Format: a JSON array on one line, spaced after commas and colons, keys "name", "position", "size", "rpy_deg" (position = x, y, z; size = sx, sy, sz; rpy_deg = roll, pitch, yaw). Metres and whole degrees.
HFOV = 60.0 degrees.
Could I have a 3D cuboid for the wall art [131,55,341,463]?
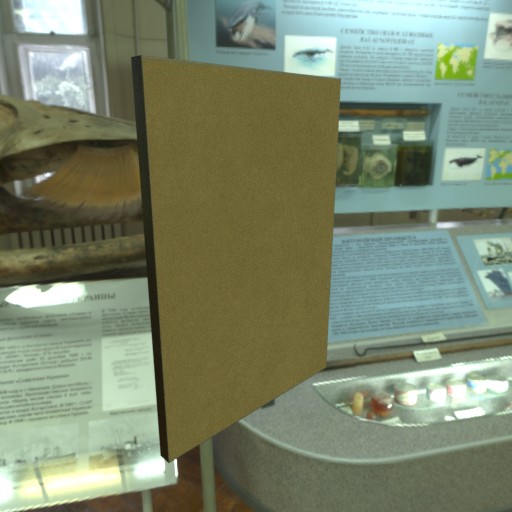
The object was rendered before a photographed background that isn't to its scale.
[{"name": "wall art", "position": [0.000, 0.000, 0.584], "size": [0.314, 0.455, 0.019], "rpy_deg": [-16, 23, -42]}]
